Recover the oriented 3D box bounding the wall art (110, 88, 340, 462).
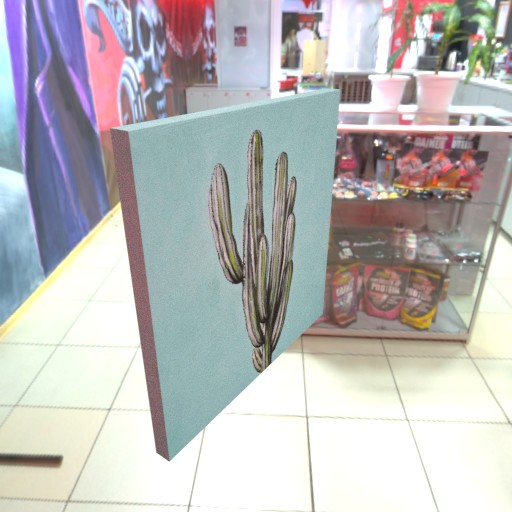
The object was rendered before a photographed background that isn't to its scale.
[{"bbox_3d":[0.000,0.000,0.919,0.036,0.603,0.603,18,31,31],"label":"wall art"}]
